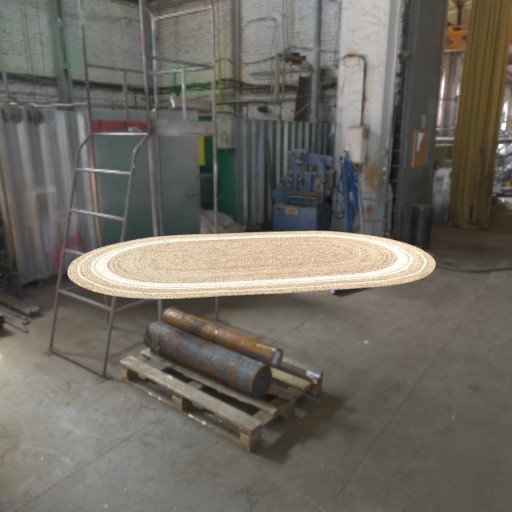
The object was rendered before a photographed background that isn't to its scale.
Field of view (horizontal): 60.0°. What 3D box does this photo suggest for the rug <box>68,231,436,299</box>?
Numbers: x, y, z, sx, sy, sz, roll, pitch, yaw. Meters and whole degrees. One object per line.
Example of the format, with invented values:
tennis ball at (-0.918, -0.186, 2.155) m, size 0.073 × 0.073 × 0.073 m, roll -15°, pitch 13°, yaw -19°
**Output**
rug at (0.000, 0.000, 3.061) m, size 2.432 × 0.006 × 1.520 m, roll -2°, pitch 15°, yaw -9°
